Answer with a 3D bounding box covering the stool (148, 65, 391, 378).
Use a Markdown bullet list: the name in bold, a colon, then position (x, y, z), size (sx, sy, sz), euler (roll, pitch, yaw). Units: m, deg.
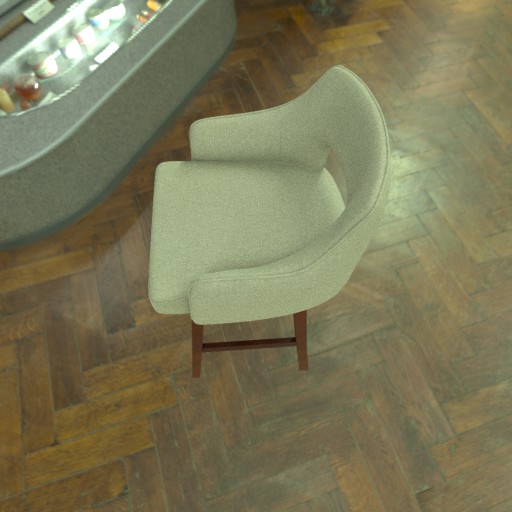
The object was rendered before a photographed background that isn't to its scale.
- **stool**: position (0.000, 0.000, 1.357), size (0.560, 1.041, 0.550), euler (-3, 59, -2)
